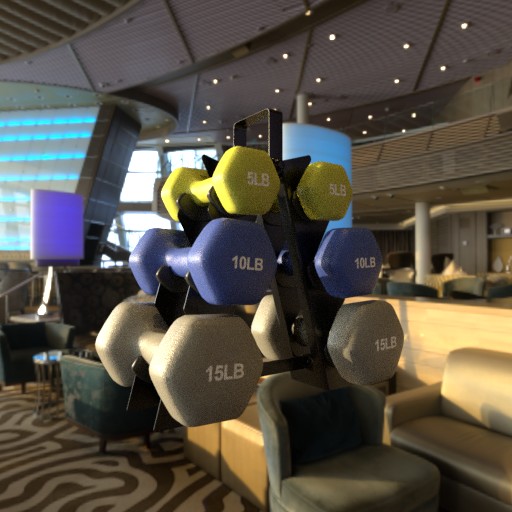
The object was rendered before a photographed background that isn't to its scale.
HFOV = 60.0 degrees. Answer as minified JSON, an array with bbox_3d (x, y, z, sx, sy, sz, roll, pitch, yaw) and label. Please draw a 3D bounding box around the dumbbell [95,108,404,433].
[{"bbox_3d":[0.000,0.000,0.676,0.416,0.426,0.261,0,-1,-36],"label":"dumbbell"}]
